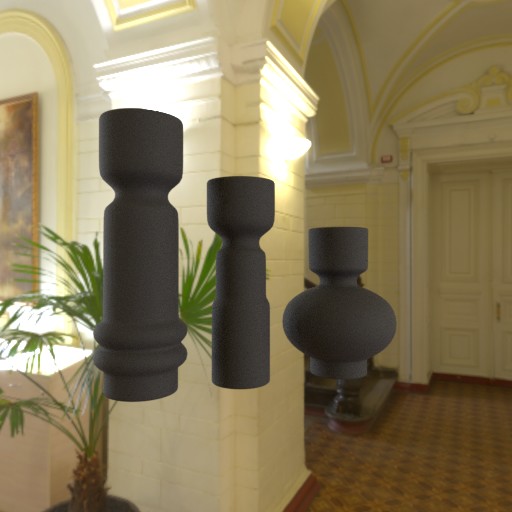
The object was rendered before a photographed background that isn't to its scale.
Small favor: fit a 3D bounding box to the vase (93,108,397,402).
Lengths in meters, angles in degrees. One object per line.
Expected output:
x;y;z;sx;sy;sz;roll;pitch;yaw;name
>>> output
0.000;0.000;0.445;0.307;0.249;0.120;0;-1;-20;vase
